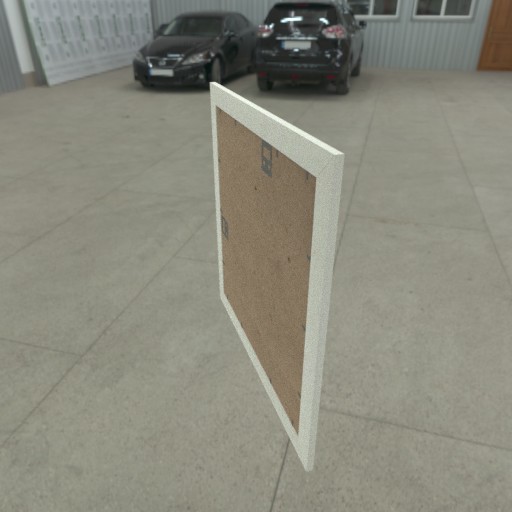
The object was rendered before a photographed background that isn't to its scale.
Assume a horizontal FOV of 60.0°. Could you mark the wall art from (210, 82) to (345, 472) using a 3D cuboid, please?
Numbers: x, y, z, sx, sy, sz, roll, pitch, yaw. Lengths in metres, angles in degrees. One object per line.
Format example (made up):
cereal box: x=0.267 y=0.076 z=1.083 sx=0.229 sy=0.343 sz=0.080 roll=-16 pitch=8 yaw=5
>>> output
wall art: x=0.000 y=0.000 z=0.902 sx=0.013 sy=0.584 sz=0.584 roll=-10 pitch=31 yaw=-17
